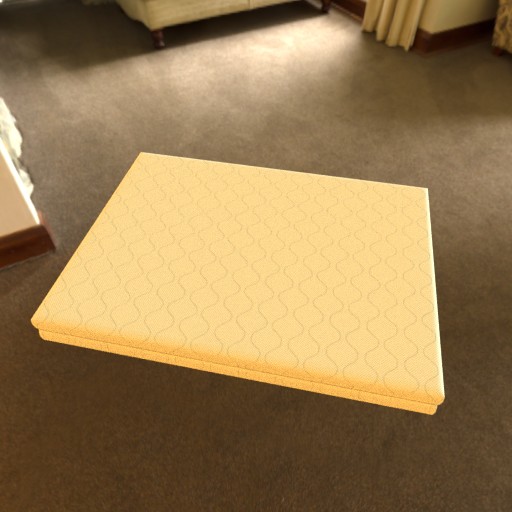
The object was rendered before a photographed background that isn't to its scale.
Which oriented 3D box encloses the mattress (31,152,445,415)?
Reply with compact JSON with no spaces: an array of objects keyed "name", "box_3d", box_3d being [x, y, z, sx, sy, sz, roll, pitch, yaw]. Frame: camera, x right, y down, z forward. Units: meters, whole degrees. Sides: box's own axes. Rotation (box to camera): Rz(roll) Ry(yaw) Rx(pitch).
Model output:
[{"name":"mattress","box_3d":[0.000,0.000,2.489,1.900,0.200,1.400,9,48,8]}]
